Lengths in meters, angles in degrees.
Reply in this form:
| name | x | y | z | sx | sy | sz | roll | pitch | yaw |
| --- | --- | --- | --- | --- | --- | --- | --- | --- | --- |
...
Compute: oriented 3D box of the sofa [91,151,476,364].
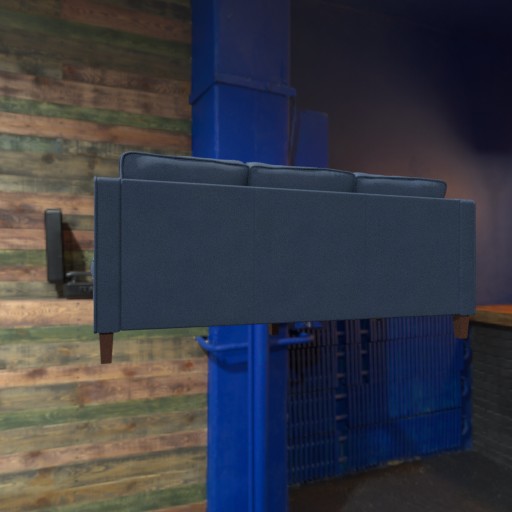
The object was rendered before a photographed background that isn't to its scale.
| name | x | y | z | sx | sy | sz | roll | pitch | yaw |
| --- | --- | --- | --- | --- | --- | --- | --- | --- | --- |
| sofa | 0.000 | 0.000 | 3.303 | 2.317 | 1.066 | 1.858 | 0 | -1 | -19 |
